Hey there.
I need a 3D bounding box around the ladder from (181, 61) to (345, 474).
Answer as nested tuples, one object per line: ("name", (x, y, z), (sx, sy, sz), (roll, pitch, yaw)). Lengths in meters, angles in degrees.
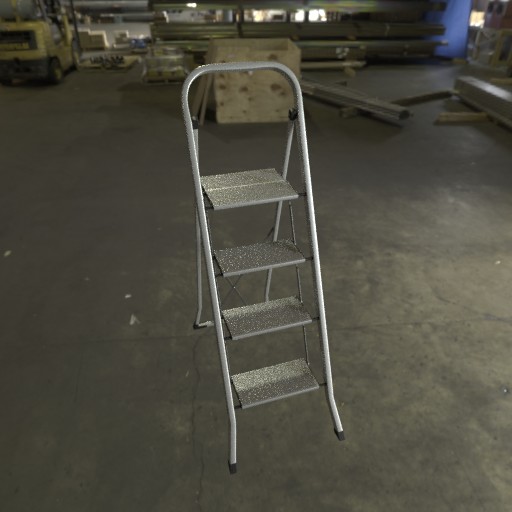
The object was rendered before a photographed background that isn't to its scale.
("ladder", (0.000, 0.000, 1.657), (0.465, 1.290, 0.830), (-10, 34, -15))
